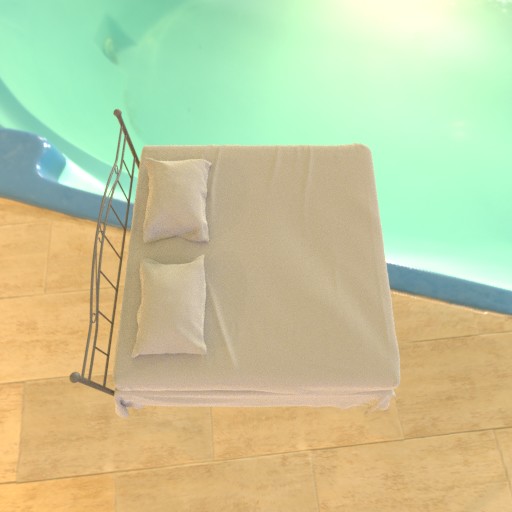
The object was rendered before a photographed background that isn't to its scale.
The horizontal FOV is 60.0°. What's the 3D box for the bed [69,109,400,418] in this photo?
[{"bbox_3d":[0.000,0.000,3.464,2.220,1.080,2.309,0,66,0],"label":"bed"}]
